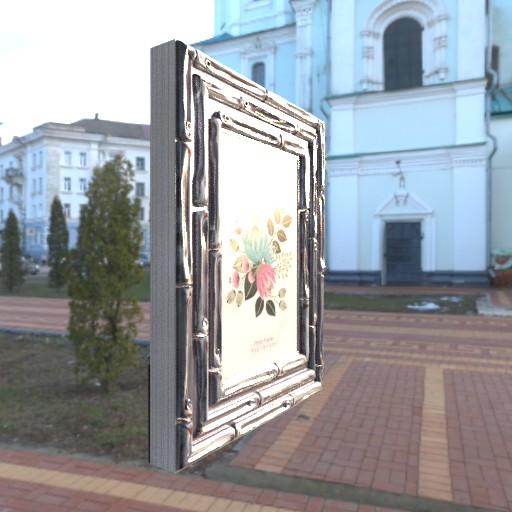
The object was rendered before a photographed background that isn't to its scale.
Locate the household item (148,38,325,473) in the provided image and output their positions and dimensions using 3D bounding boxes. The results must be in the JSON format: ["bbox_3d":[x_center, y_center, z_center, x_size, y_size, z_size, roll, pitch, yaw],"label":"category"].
[{"bbox_3d":[0.000,0.000,0.292,0.025,0.216,0.165,0,0,34],"label":"household item"}]
